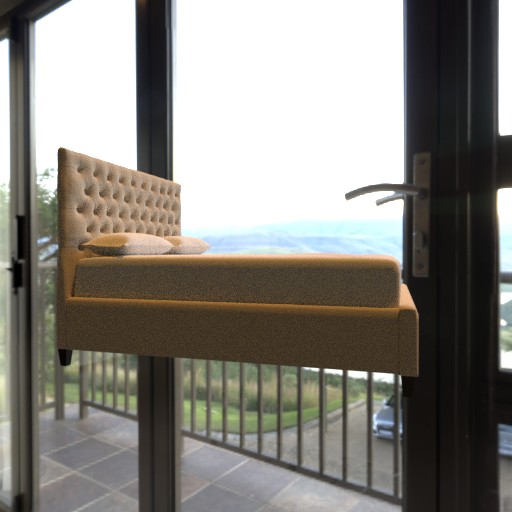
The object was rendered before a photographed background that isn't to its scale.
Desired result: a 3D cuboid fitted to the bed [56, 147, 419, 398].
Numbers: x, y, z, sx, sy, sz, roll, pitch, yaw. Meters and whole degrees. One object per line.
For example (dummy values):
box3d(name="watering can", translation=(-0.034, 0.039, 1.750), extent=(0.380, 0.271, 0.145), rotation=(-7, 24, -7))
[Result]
box3d(name="bed", translation=(0.000, 0.000, 3.354), extent=(2.233, 1.426, 1.696), rotation=(0, 1, 17))
